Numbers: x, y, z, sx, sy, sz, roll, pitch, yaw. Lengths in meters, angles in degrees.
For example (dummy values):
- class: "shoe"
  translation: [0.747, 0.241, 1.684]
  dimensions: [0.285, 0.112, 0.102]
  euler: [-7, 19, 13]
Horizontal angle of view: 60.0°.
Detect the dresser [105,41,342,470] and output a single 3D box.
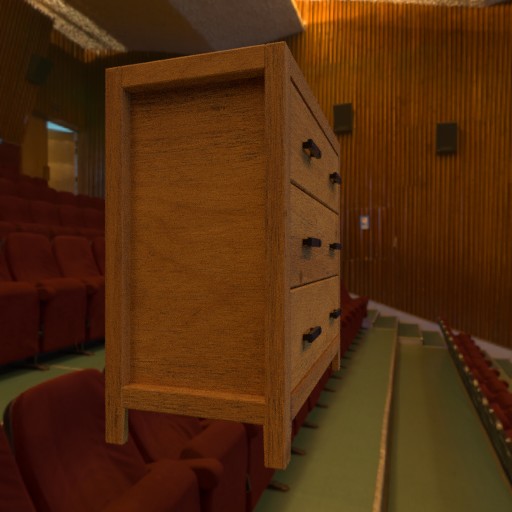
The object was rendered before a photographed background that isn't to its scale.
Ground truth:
- class: "dresser"
  translation: [0.000, 0.000, 1.268]
  dimensions: [0.427, 0.804, 0.804]
  euler: [0, 0, 18]
